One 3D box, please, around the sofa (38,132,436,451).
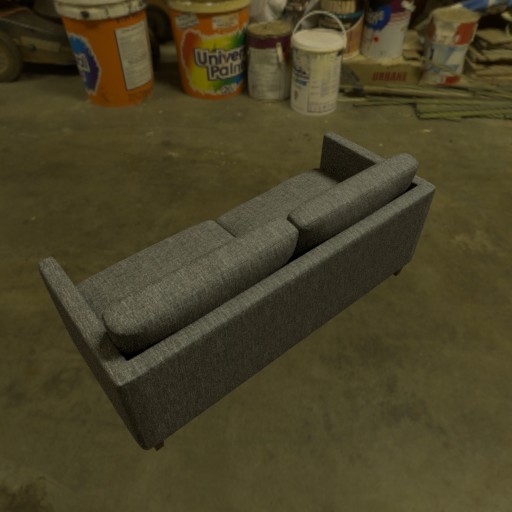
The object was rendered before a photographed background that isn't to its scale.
[{"bbox_3d":[0.000,0.000,2.711,2.208,0.960,0.948,-30,51,-27],"label":"sofa"}]
